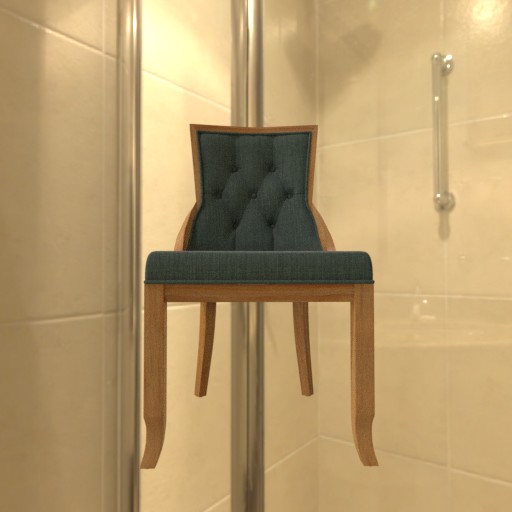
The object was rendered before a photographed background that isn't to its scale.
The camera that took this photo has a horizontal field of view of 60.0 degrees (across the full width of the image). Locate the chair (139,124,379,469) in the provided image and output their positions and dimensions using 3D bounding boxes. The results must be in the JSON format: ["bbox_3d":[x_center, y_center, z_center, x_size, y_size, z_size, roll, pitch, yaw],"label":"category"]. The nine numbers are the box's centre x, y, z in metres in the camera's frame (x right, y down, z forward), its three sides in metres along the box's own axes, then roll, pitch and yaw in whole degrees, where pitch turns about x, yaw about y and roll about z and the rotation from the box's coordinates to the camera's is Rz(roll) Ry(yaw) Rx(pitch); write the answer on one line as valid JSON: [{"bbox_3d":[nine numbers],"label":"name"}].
[{"bbox_3d":[0.000,0.000,1.299,0.524,0.947,0.641,0,-1,-2],"label":"chair"}]
